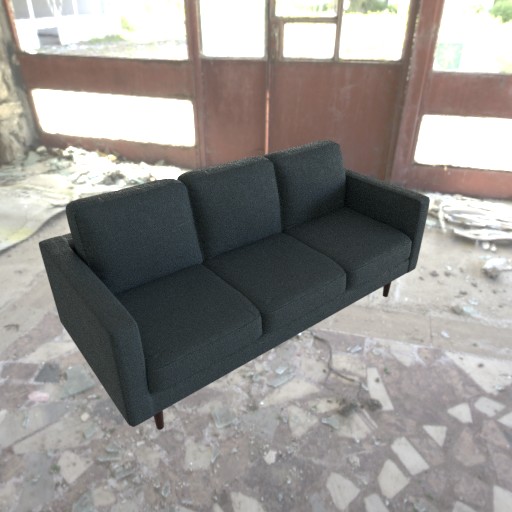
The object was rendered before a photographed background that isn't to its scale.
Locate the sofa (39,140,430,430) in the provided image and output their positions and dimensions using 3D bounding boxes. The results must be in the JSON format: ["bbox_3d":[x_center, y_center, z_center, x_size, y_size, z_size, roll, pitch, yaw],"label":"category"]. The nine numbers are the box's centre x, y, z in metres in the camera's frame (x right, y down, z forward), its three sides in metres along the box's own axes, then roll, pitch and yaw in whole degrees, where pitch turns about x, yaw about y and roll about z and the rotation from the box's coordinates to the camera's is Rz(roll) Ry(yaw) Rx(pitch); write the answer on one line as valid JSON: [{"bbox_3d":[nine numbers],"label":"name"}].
[{"bbox_3d":[0.000,0.000,2.530,2.013,0.945,0.935,-22,37,-32],"label":"sofa"}]
